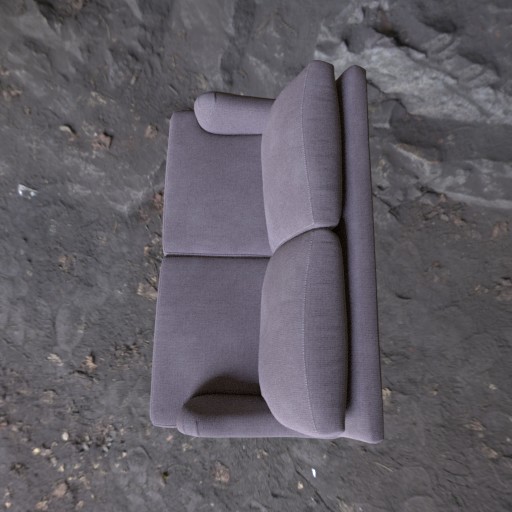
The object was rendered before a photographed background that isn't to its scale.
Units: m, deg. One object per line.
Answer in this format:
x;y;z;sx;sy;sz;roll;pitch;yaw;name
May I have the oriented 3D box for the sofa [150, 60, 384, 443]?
0.000;0.000;2.455;1.084;1.101;1.853;1;76;0;sofa
